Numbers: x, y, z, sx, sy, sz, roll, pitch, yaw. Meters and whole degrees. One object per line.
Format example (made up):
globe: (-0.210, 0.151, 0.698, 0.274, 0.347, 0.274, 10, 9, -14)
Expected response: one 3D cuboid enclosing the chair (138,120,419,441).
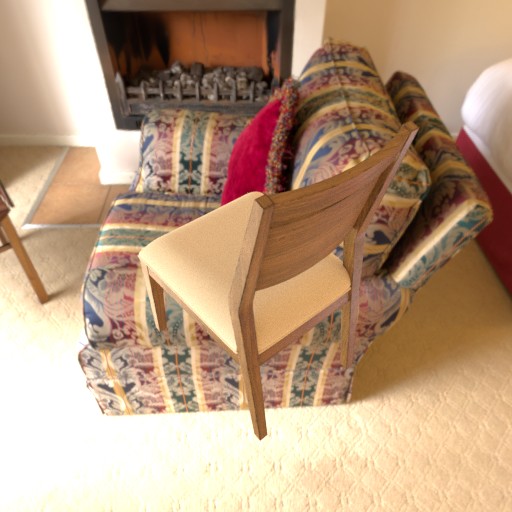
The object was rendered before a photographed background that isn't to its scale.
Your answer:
chair: (0.000, 0.000, 1.309, 0.497, 0.939, 0.610, -30, 53, -26)
